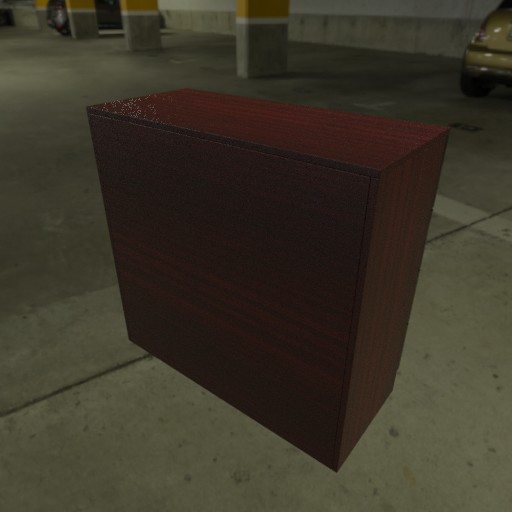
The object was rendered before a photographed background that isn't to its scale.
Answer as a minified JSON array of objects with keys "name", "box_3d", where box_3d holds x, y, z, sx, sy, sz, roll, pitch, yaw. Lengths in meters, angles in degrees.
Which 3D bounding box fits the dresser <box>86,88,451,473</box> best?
[{"name":"dresser","box_3d":[0.000,0.000,1.159,0.750,0.720,0.360,21,36,32]}]
